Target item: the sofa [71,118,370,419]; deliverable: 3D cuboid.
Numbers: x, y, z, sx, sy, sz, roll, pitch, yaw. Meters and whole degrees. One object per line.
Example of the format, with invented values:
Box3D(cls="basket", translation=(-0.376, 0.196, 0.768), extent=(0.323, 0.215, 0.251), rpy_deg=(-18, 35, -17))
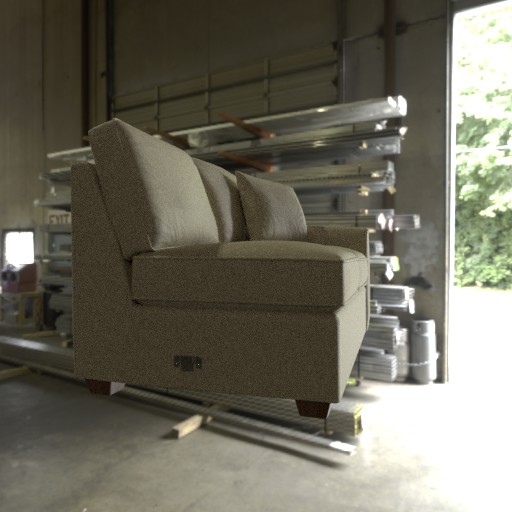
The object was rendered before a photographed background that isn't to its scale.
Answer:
Box3D(cls="sofa", translation=(0.000, 0.000, 2.082), extent=(0.991, 0.989, 1.388), rpy_deg=(0, 1, 18))
